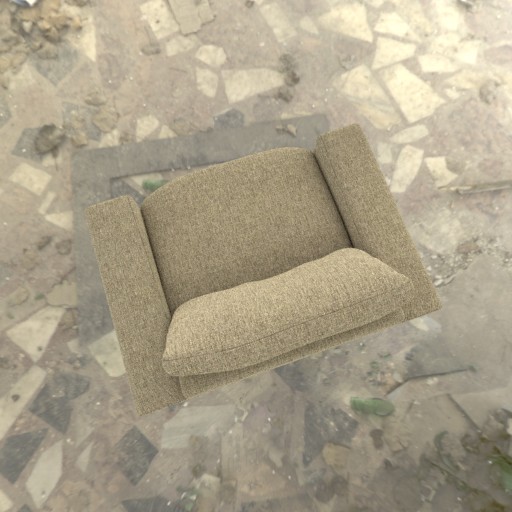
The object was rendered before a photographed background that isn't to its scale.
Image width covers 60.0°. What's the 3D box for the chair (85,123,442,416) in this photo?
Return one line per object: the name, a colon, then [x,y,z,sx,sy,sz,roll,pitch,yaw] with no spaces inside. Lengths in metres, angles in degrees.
chair: [0.000,0.000,2.113,1.398,0.915,1.039,-18,76,-5]
